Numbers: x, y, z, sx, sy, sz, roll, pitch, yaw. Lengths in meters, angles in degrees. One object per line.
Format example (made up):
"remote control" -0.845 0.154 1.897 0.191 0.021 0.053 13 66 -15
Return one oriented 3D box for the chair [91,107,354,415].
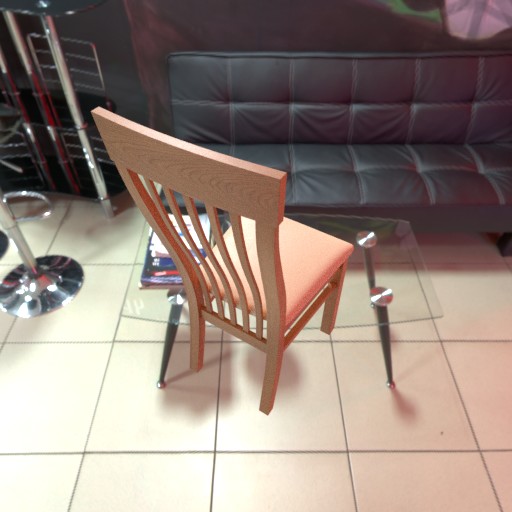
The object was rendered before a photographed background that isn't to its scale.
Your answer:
"chair" 0.000 0.000 1.353 0.450 1.050 0.580 24 49 23
